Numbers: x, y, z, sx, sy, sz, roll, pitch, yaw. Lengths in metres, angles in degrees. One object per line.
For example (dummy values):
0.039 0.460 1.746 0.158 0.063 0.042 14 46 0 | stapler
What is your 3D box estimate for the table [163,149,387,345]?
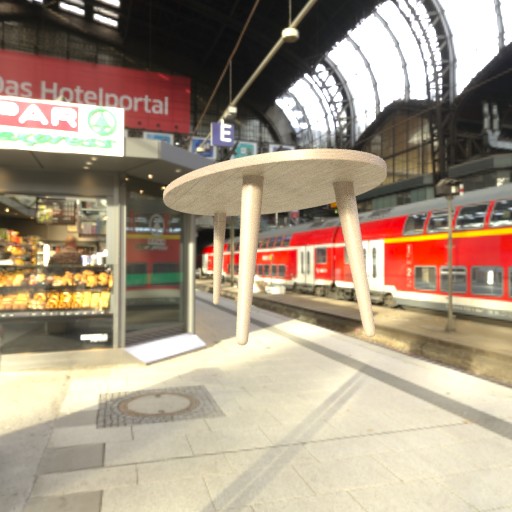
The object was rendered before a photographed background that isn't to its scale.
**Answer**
0.000 0.000 1.348 0.542 0.390 1.083 0 -1 -19 | table
